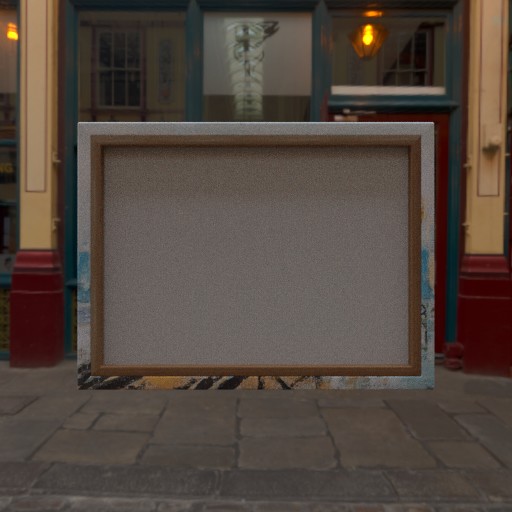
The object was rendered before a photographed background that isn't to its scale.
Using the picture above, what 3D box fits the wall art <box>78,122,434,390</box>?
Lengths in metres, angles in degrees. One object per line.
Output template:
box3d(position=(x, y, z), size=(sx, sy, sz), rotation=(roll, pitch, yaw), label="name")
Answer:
box3d(position=(0.000, 0.000, 1.278), size=(1.016, 0.762, 0.038), rotation=(0, 0, 0), label="wall art")
